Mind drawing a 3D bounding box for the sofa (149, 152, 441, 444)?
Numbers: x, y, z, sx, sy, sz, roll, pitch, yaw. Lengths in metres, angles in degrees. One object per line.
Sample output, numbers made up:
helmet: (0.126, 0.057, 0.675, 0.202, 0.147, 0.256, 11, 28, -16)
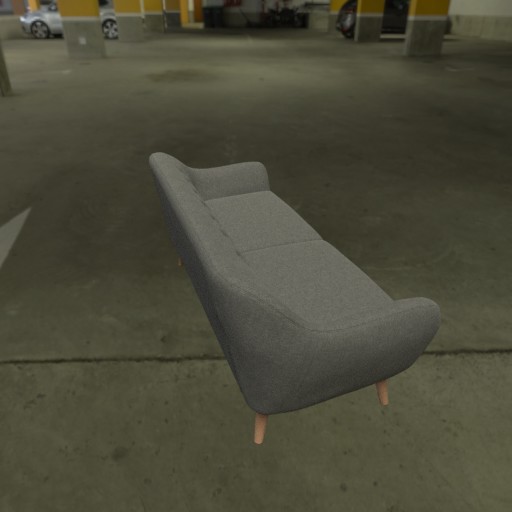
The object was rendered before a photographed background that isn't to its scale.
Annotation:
sofa: (0.000, 0.000, 2.291, 0.820, 0.820, 1.840, -10, 31, -18)
